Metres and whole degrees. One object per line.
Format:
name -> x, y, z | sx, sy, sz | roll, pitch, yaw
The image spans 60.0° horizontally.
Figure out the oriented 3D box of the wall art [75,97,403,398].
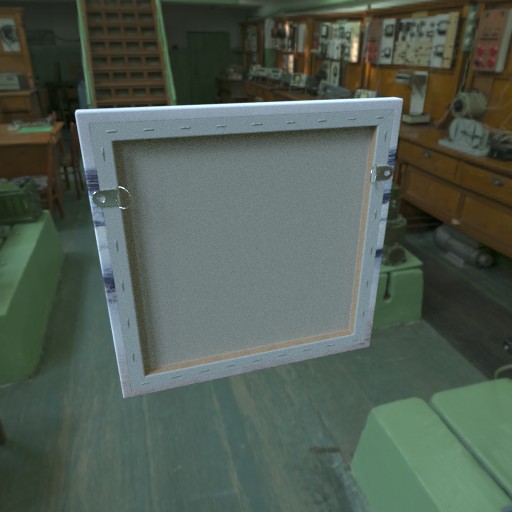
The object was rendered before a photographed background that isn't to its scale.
wall art -> 0.000, 0.000, 1.146 | 0.755, 0.747, 0.065 | -8, 27, -16
